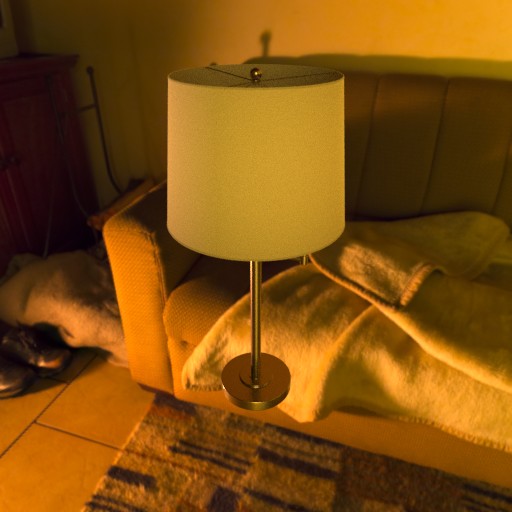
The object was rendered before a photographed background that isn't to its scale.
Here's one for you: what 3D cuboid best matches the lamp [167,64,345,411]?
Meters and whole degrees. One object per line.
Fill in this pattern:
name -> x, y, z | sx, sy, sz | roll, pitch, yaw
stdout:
lamp -> 0.000, 0.000, 0.883 | 0.333, 0.696, 0.333 | 0, 29, 0
